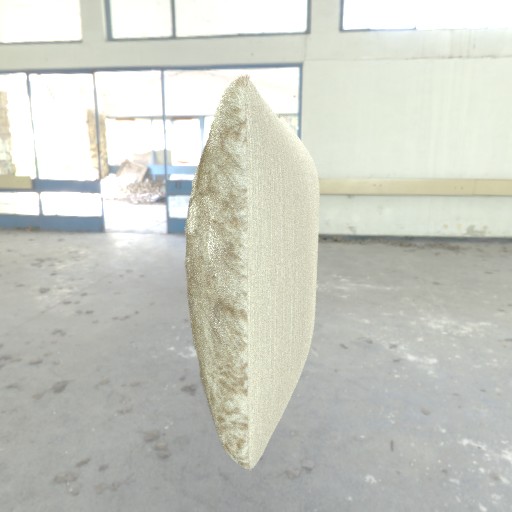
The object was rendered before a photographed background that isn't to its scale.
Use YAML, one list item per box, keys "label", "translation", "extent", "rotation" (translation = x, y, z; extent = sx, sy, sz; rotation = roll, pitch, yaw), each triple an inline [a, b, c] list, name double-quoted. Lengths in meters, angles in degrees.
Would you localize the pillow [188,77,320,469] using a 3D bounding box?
- label: "pillow"
  translation: [0.000, 0.000, 0.788]
  extent: [0.216, 0.525, 0.538]
  rotation: [2, 13, 9]
